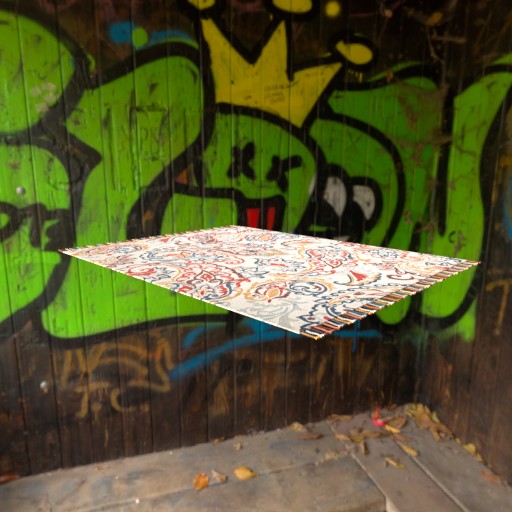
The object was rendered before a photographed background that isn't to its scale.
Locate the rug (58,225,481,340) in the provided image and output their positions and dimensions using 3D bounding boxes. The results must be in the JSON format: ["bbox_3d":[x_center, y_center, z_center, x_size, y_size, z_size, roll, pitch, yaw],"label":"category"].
[{"bbox_3d":[0.000,0.000,4.254,3.274,0.015,2.439,12,17,43],"label":"rug"}]
